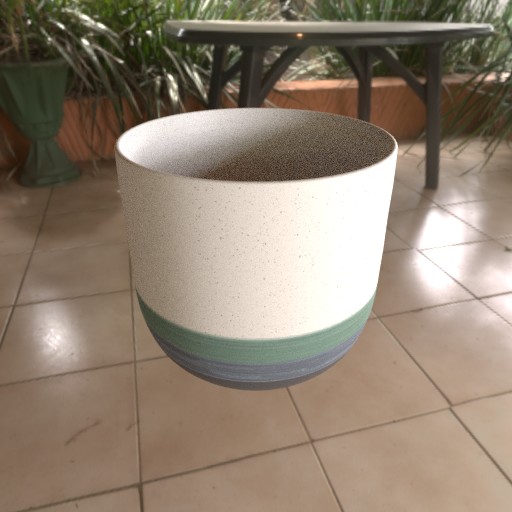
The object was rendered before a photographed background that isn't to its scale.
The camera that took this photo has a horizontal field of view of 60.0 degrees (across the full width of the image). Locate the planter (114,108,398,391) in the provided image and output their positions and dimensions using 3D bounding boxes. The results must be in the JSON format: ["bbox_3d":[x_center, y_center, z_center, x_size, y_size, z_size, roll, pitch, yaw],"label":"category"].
[{"bbox_3d":[0.000,0.000,0.497,0.268,0.270,0.268,0,30,0],"label":"planter"}]
